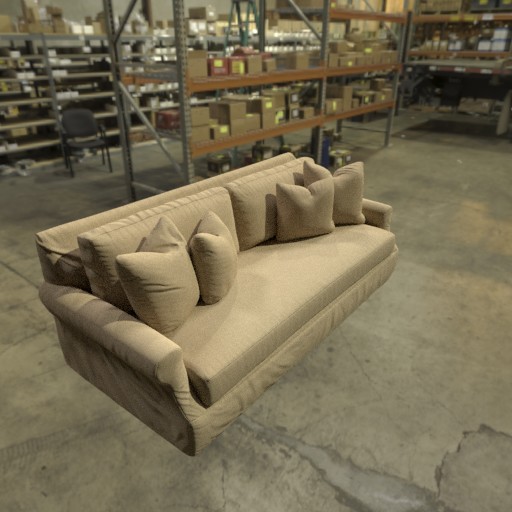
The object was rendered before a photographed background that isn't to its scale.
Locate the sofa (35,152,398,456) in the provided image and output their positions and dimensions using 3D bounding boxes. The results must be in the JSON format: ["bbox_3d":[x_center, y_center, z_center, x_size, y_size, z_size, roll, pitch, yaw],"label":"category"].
[{"bbox_3d":[0.000,0.000,2.764,1.067,0.904,2.285,19,32,34],"label":"sofa"}]
